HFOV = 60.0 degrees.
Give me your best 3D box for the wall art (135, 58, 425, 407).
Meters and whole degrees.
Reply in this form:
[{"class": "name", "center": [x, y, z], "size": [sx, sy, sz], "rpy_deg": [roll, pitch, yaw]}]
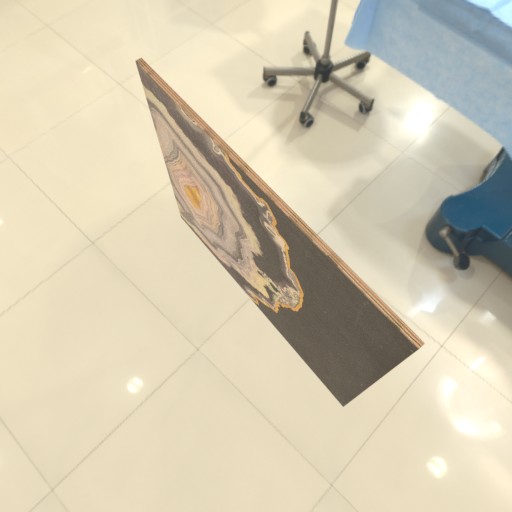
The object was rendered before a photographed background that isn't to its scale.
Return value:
[{"class": "wall art", "center": [0.000, 0.000, 0.697], "size": [0.010, 0.408, 0.508], "rpy_deg": [-36, 69, -16]}]
